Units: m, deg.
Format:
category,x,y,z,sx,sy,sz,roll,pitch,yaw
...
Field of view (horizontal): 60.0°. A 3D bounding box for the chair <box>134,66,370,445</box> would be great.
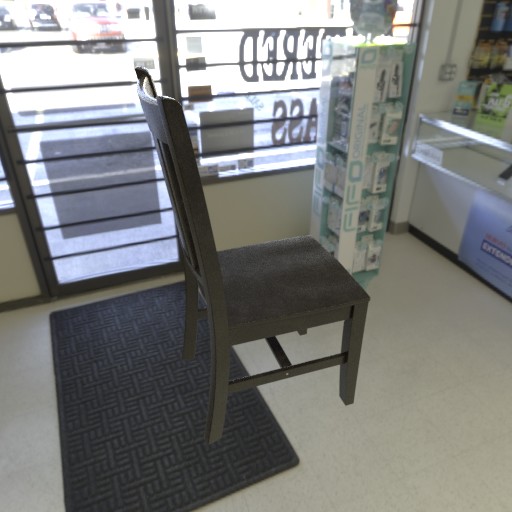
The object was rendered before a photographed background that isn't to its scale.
category,x,y,z,sx,sy,sz,roll,pitch,yaw
chair,0.000,0.000,1.297,0.555,0.998,0.450,-10,32,-16
